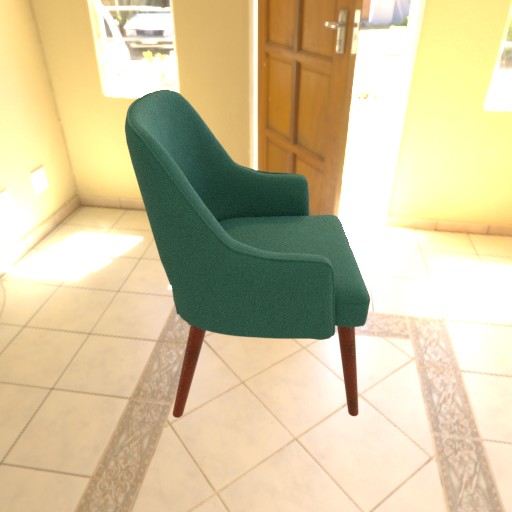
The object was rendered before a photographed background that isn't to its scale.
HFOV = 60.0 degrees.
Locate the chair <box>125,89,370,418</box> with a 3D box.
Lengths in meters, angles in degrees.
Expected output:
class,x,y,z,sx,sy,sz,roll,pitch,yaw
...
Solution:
class,x,y,z,sx,sy,sz,roll,pitch,yaw
chair,0.000,0.000,1.266,0.605,0.849,0.548,-1,33,-1
